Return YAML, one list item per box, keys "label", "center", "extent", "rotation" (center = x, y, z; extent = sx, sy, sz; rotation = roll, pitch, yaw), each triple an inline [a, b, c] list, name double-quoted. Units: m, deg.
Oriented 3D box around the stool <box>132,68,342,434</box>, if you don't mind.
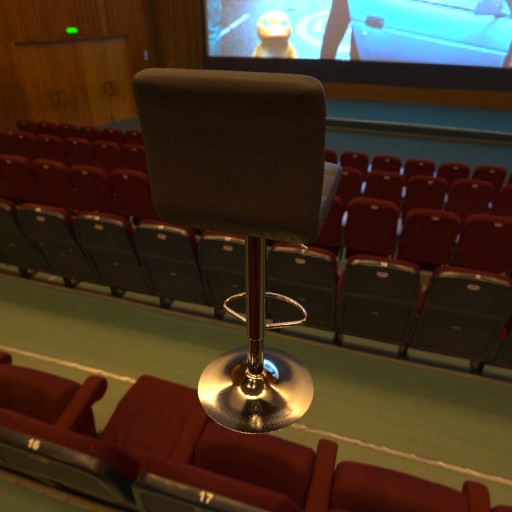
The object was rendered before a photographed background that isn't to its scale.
- label: "stool"
  center: [0.000, 0.000, 1.358]
  extent: [0.430, 1.115, 0.505]
  rotation: [9, 32, 15]
